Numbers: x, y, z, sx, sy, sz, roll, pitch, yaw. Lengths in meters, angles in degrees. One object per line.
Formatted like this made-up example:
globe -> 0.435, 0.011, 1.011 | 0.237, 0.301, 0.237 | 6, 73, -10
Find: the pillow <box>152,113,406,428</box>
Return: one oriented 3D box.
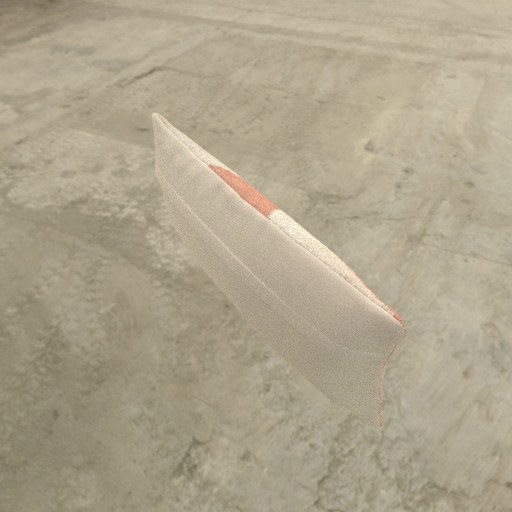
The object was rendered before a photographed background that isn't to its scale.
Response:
pillow -> 0.000, 0.000, 0.736 | 0.155, 0.292, 0.609 | -24, 47, -25
